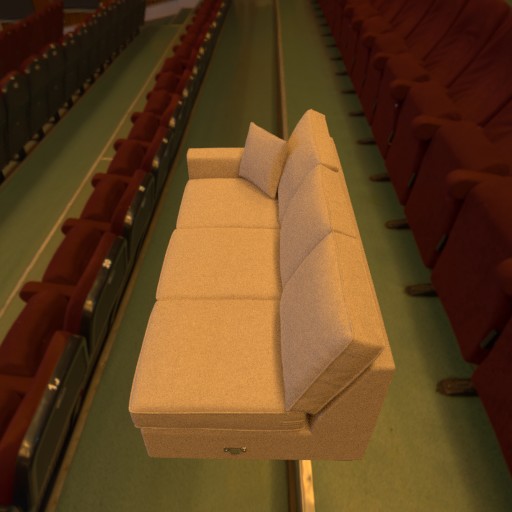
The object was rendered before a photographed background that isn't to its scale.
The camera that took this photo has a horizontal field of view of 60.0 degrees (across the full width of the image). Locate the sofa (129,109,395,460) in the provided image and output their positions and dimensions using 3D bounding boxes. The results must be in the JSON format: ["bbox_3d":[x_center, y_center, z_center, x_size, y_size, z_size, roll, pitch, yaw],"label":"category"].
[{"bbox_3d":[0.000,0.000,2.498,1.034,0.946,1.962,0,40,1],"label":"sofa"}]
